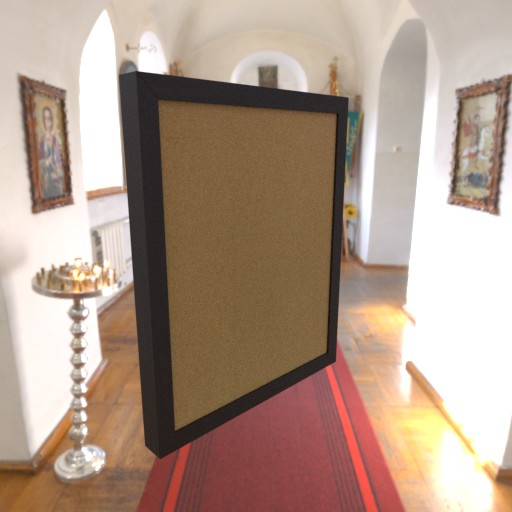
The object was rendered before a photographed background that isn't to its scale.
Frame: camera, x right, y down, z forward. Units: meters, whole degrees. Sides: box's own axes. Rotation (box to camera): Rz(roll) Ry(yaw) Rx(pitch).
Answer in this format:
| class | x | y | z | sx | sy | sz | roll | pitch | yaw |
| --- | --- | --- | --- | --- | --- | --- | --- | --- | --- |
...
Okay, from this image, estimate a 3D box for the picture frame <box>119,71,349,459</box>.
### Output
| class | x | y | z | sx | sy | sz | roll | pitch | yaw |
| --- | --- | --- | --- | --- | --- | --- | --- | --- | --- |
| picture frame | 0.000 | 0.000 | 0.779 | 0.452 | 0.555 | 0.044 | -13 | 19 | -43 |
